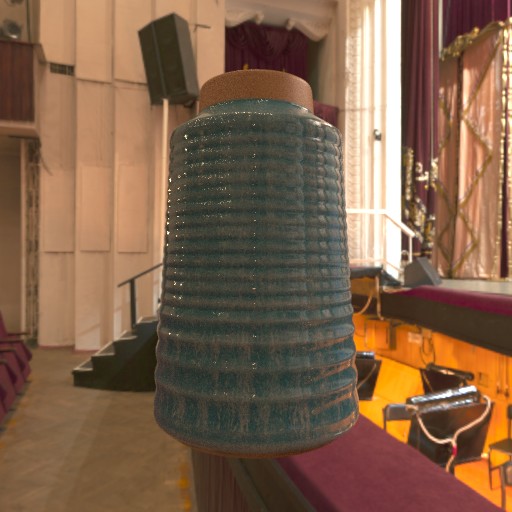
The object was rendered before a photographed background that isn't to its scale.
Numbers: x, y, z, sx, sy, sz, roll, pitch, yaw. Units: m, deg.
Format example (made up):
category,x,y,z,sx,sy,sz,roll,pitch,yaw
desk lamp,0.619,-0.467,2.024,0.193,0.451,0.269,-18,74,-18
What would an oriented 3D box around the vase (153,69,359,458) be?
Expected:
category,x,y,z,sx,sy,sz,roll,pitch,yaw
vase,0.000,0.000,0.360,0.163,0.267,0.163,0,0,0
